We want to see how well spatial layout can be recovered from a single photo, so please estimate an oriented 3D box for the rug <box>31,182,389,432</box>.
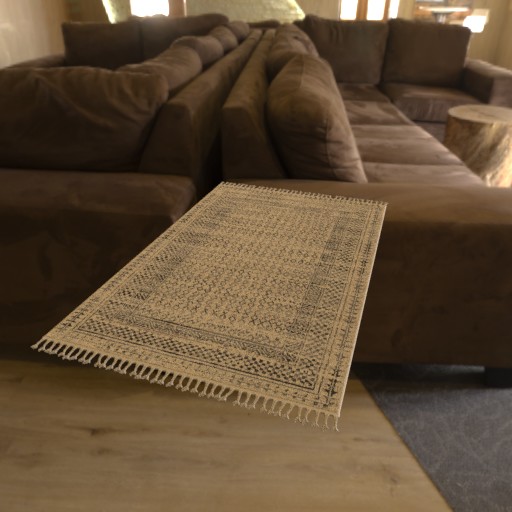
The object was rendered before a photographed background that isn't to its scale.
[{"bbox_3d":[0.000,0.000,2.998,1.548,0.013,2.486,10,31,16],"label":"rug"}]
